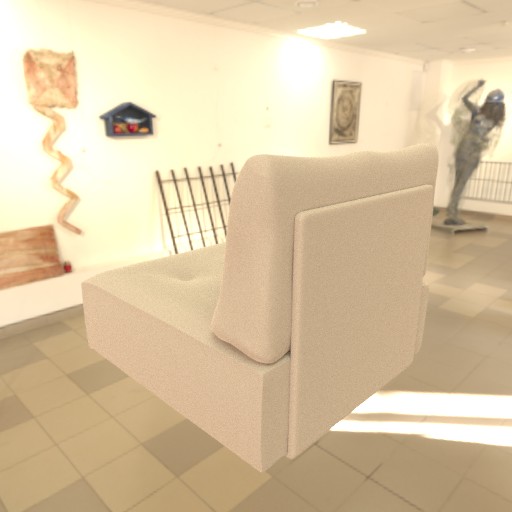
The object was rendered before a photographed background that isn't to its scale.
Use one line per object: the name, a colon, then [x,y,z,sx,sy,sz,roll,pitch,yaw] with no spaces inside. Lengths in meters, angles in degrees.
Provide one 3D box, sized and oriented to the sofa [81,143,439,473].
sofa: [0.000,0.000,1.667,1.000,0.828,0.935,16,23,42]
